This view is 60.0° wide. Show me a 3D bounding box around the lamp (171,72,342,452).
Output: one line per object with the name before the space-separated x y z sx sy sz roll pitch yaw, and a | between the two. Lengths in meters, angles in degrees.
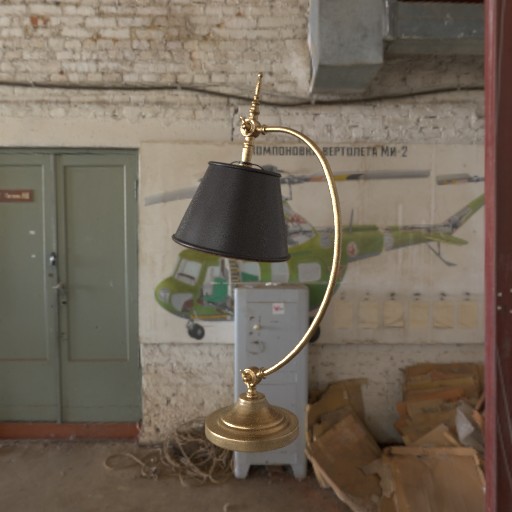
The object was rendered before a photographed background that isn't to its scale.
lamp | 0.000 0.000 0.833 0.344 0.675 0.235 1 3 36
